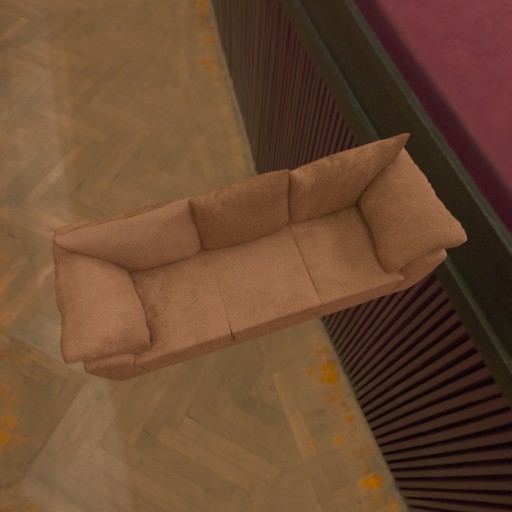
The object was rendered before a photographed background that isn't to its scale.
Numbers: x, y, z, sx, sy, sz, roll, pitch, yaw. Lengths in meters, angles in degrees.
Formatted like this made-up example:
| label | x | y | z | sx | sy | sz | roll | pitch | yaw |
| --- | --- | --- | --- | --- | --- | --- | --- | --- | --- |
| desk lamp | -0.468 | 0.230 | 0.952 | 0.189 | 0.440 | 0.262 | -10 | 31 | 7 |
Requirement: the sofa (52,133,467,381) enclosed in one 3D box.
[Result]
| label | x | y | z | sx | sy | sz | roll | pitch | yaw |
| --- | --- | --- | --- | --- | --- | --- | --- | --- | --- |
| sofa | 0.000 | 0.000 | 2.869 | 2.377 | 0.981 | 0.893 | -17 | 64 | -8 |
